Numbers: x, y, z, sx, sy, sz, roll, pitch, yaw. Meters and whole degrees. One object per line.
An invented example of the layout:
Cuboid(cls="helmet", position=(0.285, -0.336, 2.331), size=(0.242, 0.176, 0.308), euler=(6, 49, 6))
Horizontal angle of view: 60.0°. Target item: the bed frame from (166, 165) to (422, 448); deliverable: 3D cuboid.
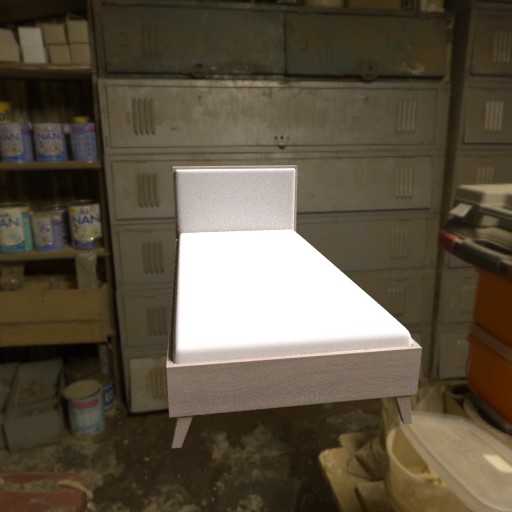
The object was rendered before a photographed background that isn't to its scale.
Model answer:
Cuboid(cls="bed frame", position=(0.000, 0.000, 2.661), size=(0.990, 0.920, 2.140), euler=(-2, 15, -9))
